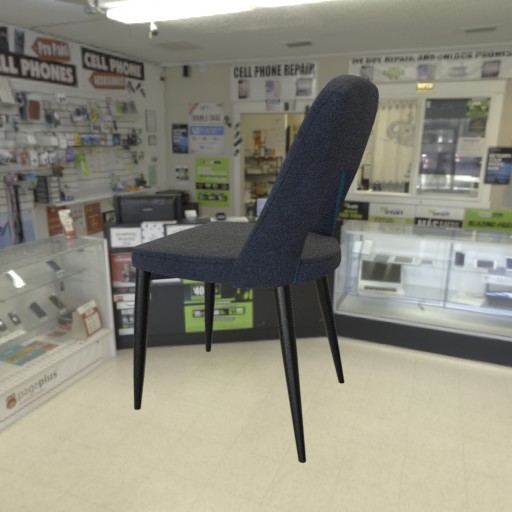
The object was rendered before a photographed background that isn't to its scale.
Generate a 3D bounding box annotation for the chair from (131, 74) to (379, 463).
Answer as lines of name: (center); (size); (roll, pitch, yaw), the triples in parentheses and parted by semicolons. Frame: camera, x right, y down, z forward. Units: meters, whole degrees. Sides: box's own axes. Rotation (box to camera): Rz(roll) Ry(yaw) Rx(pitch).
chair: (0.000, 0.000, 1.280); (0.612, 0.931, 0.470); (7, 16, 24)
